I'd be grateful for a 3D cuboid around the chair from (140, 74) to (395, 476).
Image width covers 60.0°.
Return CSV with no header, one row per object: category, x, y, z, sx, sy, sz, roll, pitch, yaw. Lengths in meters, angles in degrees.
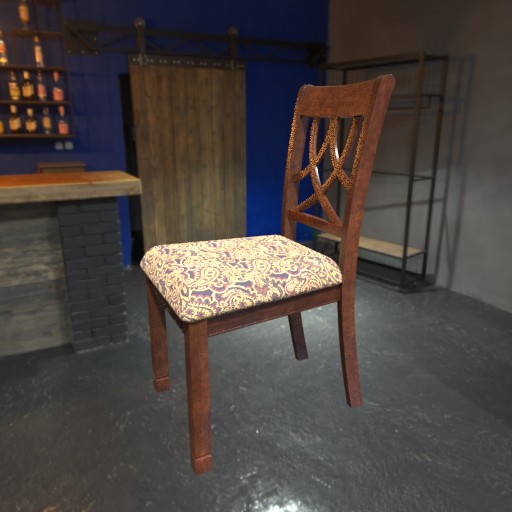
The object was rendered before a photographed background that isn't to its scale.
chair,0.000,0.000,1.281,0.584,0.965,0.457,-8,19,-25
